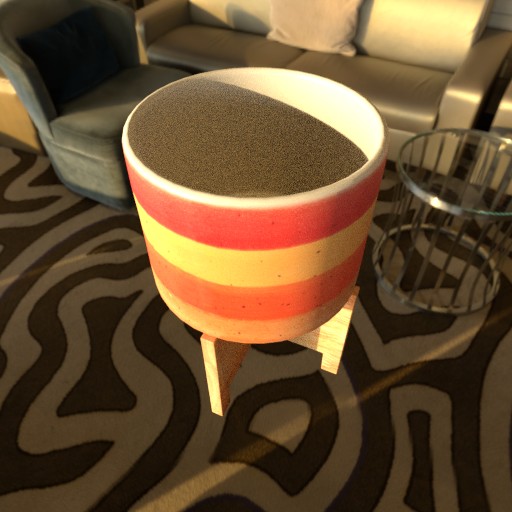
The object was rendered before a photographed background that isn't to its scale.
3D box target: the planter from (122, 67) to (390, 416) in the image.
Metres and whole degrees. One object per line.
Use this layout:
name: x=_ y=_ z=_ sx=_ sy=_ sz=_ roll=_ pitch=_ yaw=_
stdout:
planter: x=0.000 y=0.000 z=0.567 sx=0.269 sy=0.379 sz=0.269 roll=0 pitch=46 yaw=0
